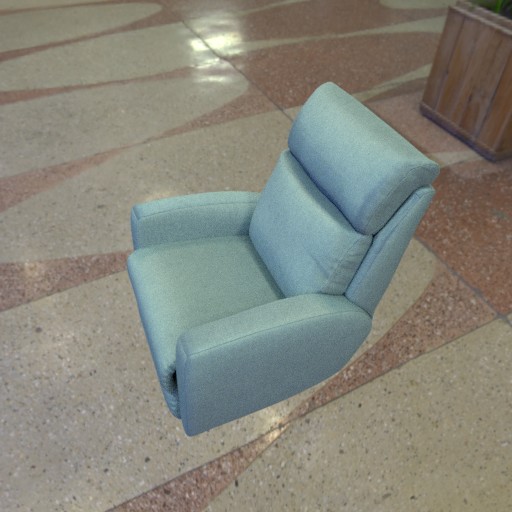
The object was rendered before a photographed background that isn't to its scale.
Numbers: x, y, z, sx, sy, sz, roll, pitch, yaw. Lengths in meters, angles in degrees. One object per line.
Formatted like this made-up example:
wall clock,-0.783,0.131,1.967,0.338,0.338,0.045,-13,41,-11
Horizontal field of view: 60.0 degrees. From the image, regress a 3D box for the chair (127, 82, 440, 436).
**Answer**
chair,0.000,0.000,1.678,0.940,1.013,0.812,-17,48,-16
